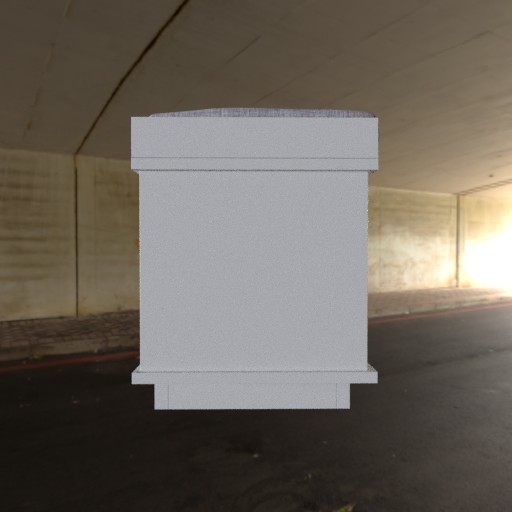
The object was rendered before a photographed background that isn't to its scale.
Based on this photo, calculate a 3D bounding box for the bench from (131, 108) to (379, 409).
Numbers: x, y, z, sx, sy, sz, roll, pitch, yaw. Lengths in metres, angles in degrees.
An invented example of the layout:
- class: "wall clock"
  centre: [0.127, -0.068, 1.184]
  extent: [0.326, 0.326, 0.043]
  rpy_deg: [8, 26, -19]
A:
- class: "bench"
  centre: [0.000, 0.000, 0.998]
  extent: [0.362, 0.461, 0.734]
  rpy_deg: [0, 1, -1]
